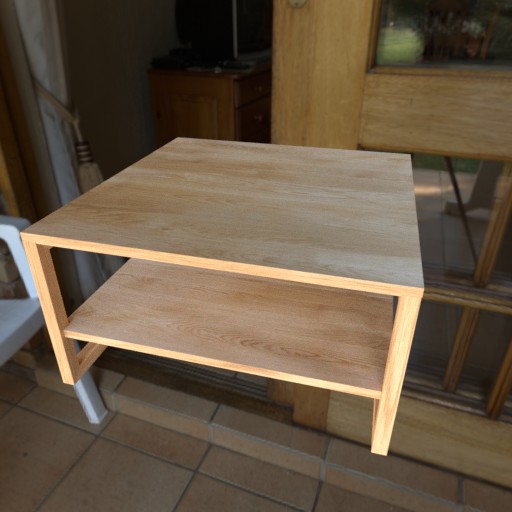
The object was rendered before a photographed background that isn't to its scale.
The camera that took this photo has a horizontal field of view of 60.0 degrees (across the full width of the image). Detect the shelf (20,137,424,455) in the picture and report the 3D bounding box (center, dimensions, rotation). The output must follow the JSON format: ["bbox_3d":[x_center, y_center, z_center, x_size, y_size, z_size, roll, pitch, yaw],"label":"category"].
[{"bbox_3d":[0.000,0.000,1.427,0.899,0.480,0.899,8,30,13],"label":"shelf"}]
